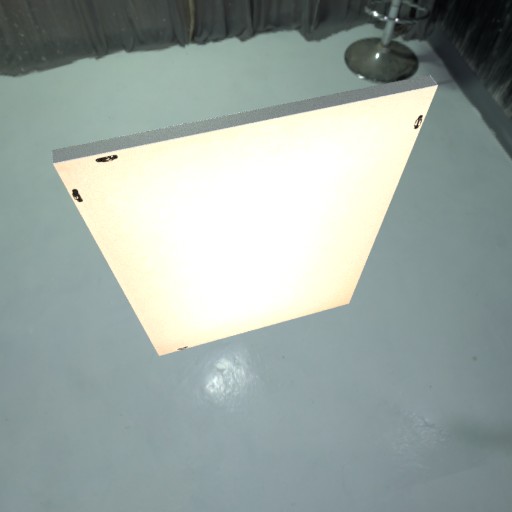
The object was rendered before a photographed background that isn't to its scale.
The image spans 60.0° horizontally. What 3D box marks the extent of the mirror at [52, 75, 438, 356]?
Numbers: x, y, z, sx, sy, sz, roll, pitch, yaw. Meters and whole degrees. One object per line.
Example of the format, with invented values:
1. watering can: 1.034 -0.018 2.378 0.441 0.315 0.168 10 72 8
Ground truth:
1. mirror: 0.000 0.000 1.283 0.762 1.016 0.040 -14 59 -9
